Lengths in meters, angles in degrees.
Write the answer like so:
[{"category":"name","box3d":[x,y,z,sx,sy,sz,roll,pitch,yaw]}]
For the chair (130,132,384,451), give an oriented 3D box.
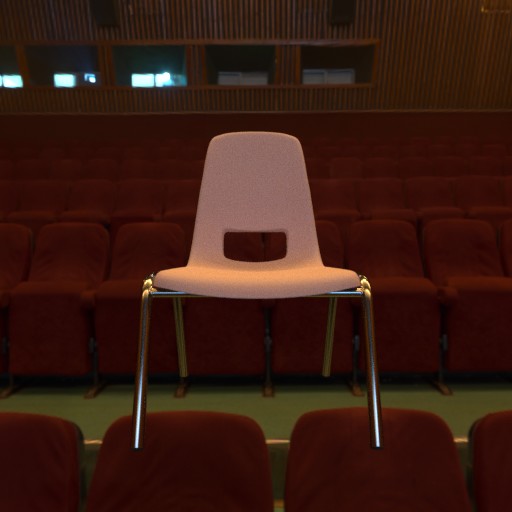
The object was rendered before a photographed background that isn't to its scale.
[{"category":"chair","box3d":[0.000,0.000,0.796,0.354,0.537,0.385,0,1,-1]}]
